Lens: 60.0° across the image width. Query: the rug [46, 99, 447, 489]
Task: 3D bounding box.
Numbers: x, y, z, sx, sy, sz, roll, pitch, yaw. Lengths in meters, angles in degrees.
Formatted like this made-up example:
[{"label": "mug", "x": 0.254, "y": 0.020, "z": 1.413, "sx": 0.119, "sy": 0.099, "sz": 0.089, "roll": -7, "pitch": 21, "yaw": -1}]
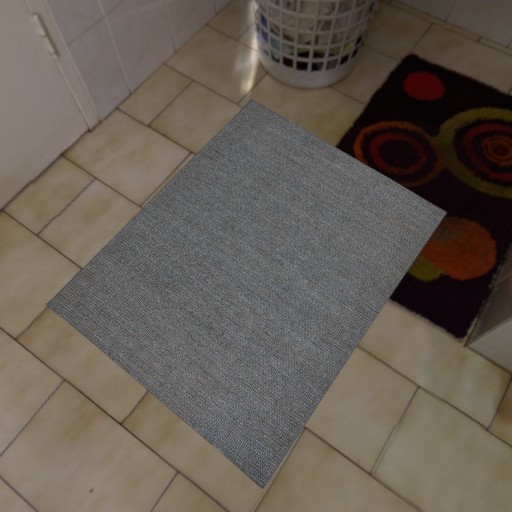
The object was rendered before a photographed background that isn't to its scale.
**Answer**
[{"label": "rug", "x": 0.000, "y": 0.000, "z": 4.202, "sx": 2.456, "sy": 0.021, "sz": 3.068, "roll": 35, "pitch": 70, "yaw": 15}]
